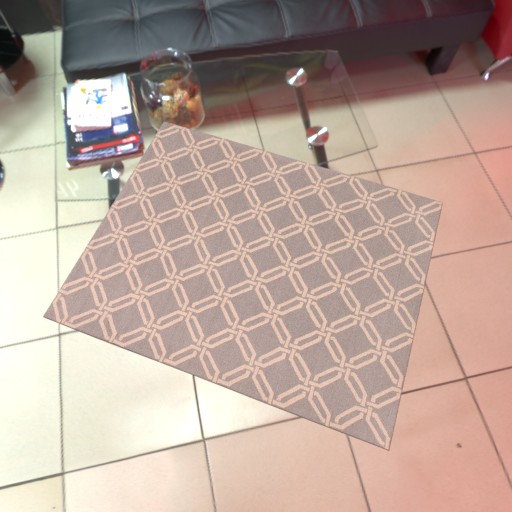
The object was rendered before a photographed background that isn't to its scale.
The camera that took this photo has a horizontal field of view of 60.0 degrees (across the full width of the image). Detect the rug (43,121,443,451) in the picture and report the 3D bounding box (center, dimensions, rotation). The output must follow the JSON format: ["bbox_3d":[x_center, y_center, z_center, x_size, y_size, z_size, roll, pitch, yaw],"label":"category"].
[{"bbox_3d":[0.000,0.000,3.906,2.895,0.018,2.288,18,64,9],"label":"rug"}]
